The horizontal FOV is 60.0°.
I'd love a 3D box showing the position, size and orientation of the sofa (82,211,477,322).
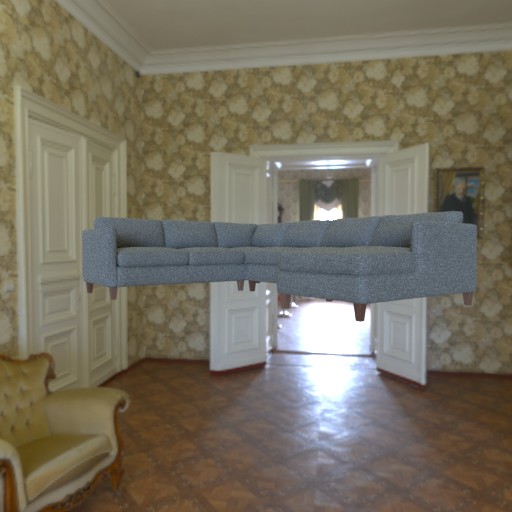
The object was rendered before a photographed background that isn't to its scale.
[{"bbox_3d":[0.000,0.000,4.446,2.551,0.853,3.238,-1,1,-37],"label":"sofa"}]
